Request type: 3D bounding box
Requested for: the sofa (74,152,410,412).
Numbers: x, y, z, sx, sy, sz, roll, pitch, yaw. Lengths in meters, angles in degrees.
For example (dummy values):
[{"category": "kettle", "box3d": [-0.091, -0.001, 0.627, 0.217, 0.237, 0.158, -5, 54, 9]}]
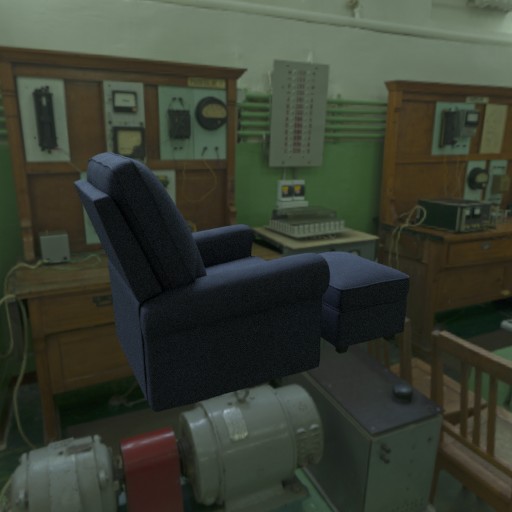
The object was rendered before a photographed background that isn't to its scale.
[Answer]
[{"category": "sofa", "box3d": [0.000, 0.000, 2.090, 1.478, 0.959, 0.880, -7, 17, -26]}]
